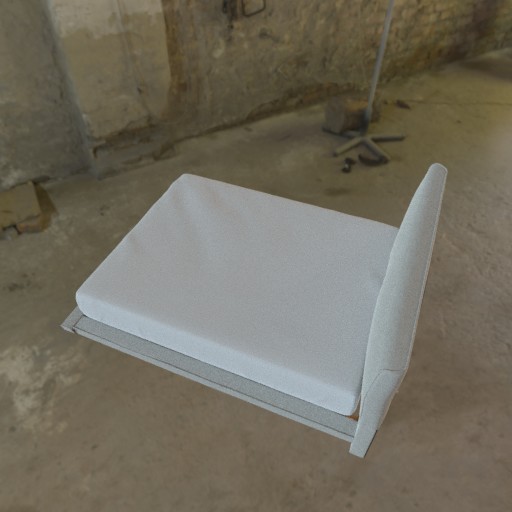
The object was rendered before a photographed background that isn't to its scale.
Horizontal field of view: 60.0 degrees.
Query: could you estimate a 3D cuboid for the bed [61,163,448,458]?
[{"bbox_3d":[0.000,0.000,3.523,2.498,1.126,1.980,17,48,16],"label":"bed"}]
